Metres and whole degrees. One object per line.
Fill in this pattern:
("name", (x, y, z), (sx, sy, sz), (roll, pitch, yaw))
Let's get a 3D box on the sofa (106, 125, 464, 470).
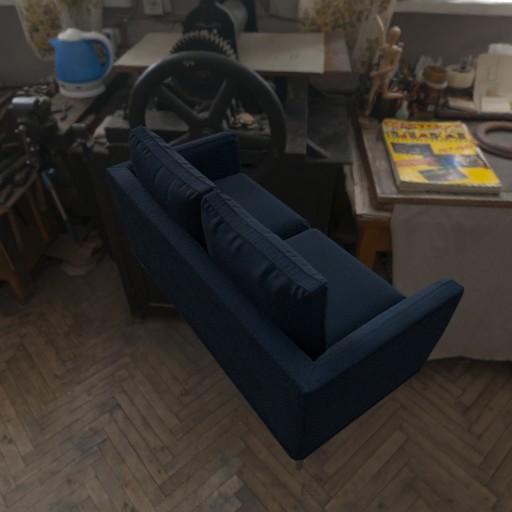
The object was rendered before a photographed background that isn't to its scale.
("sofa", (0.000, 0.000, 2.311), (0.853, 1.002, 1.770), (-25, 47, -26))
